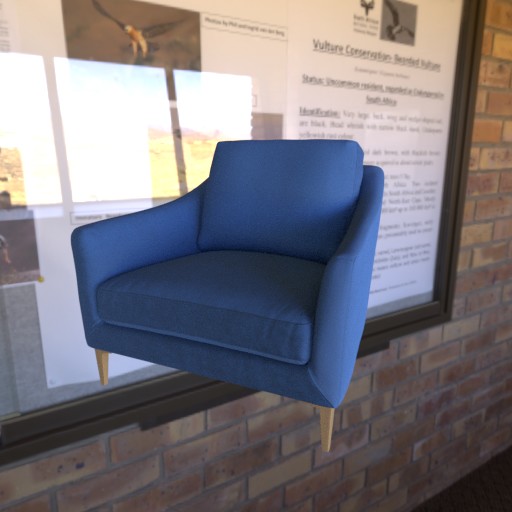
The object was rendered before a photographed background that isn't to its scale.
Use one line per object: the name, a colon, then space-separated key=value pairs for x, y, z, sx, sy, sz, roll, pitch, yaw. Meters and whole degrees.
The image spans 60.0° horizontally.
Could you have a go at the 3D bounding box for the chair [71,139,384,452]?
chair: x=0.000 y=0.000 z=1.749 sx=0.987 sy=0.899 sz=0.961 roll=6 pitch=15 yaw=25
